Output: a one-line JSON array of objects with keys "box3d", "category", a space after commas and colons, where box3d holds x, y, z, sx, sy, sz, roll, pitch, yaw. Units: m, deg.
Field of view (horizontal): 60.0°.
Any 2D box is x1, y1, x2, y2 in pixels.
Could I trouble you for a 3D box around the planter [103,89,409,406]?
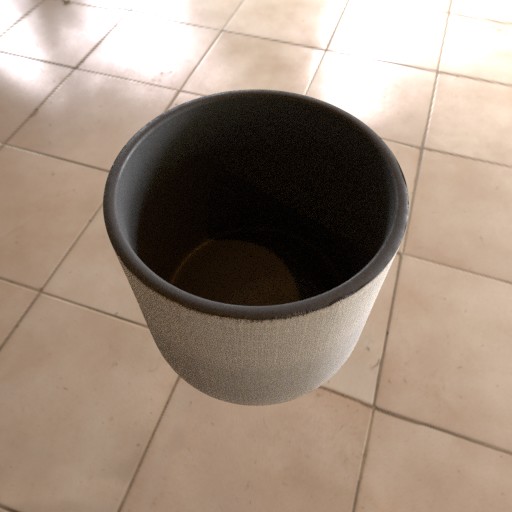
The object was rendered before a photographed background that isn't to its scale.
[{"box3d": [0.000, 0.000, 0.456, 0.254, 0.221, 0.254, 0, 56, 0], "category": "planter"}]
